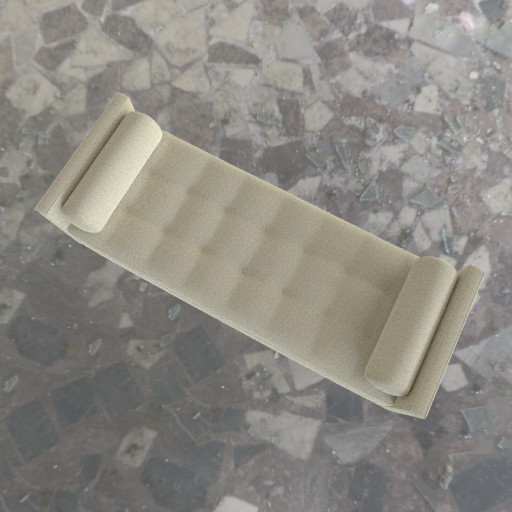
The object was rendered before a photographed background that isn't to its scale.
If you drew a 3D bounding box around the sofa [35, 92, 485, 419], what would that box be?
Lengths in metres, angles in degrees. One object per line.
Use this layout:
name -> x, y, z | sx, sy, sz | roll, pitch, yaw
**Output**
sofa -> 0.000, 0.000, 2.320 | 1.985, 0.641, 0.746 | 27, 77, 7
